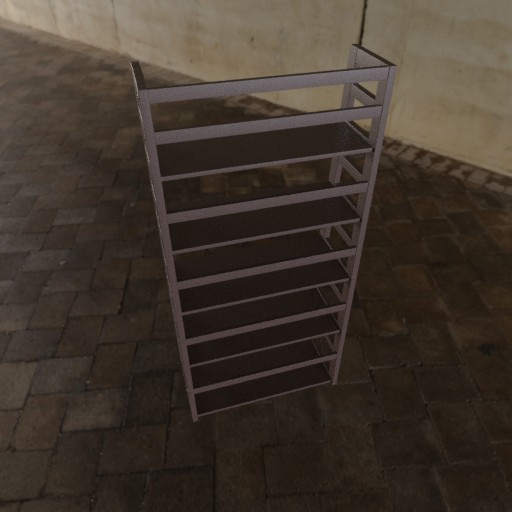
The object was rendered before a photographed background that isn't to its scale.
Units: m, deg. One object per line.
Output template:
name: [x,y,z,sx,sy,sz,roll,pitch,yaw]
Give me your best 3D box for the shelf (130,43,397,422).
shelf: [0.000,0.000,1.890,0.763,1.600,0.403,-11,40,-13]
